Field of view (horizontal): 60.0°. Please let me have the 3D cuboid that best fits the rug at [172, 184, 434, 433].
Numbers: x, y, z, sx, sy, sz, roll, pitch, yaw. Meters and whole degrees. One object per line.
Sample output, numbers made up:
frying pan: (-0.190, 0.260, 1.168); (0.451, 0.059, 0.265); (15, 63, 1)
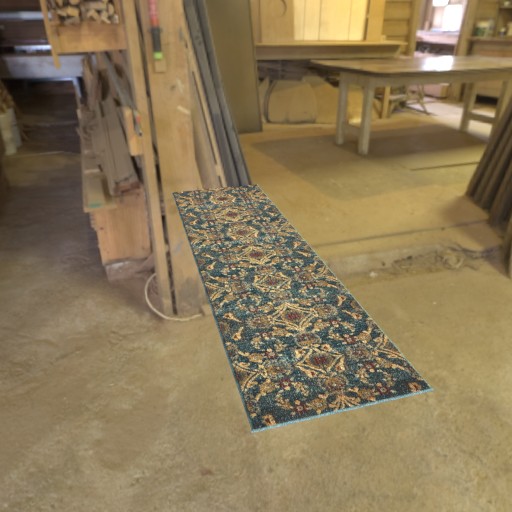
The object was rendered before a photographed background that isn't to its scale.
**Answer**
rug: (0.000, 0.000, 2.482); (0.685, 0.014, 2.292); (-8, 29, -14)
